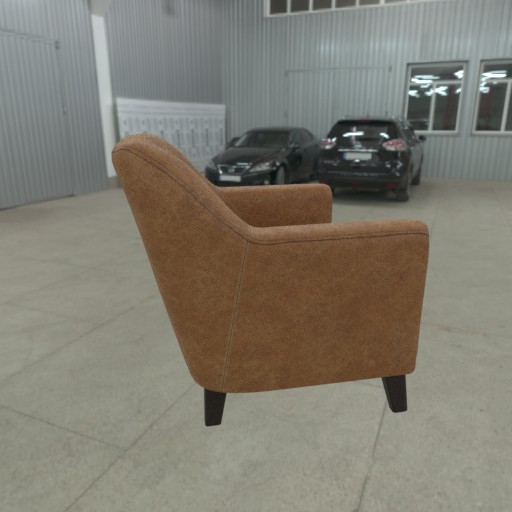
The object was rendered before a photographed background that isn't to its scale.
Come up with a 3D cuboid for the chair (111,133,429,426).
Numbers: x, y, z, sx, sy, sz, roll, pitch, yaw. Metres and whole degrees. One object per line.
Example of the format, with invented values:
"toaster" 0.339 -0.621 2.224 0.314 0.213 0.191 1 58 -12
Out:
"chair" 0.000 0.000 1.844 1.034 0.980 1.037 -3 17 -11
